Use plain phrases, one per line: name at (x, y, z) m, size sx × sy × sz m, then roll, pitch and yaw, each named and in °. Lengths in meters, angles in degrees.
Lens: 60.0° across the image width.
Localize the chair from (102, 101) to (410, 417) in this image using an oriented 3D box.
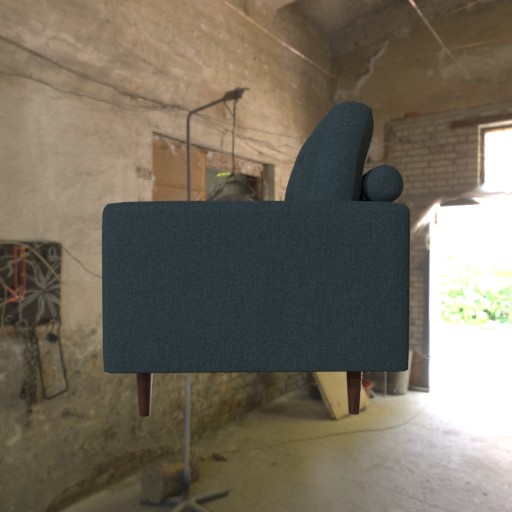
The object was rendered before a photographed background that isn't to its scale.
chair at (0.000, 0.000, 1.517) m, size 0.843 × 0.880 × 0.821 m, roll 0°, pitch 1°, yaw -1°
